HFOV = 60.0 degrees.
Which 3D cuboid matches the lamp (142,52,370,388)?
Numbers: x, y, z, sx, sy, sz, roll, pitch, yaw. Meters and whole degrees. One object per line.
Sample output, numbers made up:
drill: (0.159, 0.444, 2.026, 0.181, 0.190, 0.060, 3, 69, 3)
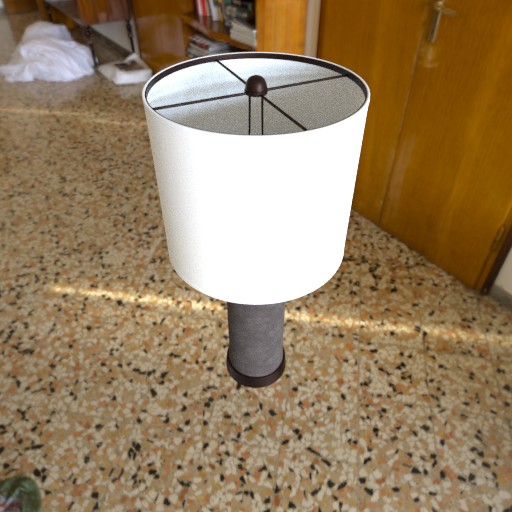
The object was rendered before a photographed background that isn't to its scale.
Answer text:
lamp: (0.000, 0.000, 0.791, 0.301, 0.630, 0.301, 13, 43, 15)
